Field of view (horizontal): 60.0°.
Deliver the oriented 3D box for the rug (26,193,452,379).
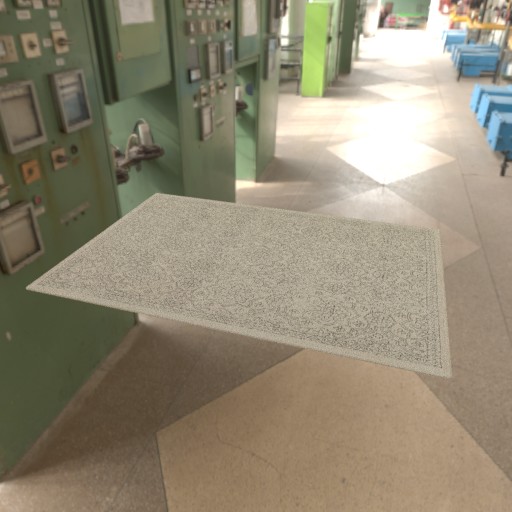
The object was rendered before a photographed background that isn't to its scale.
[{"bbox_3d":[0.000,0.000,2.286,1.829,0.010,1.219,9,31,15],"label":"rug"}]
